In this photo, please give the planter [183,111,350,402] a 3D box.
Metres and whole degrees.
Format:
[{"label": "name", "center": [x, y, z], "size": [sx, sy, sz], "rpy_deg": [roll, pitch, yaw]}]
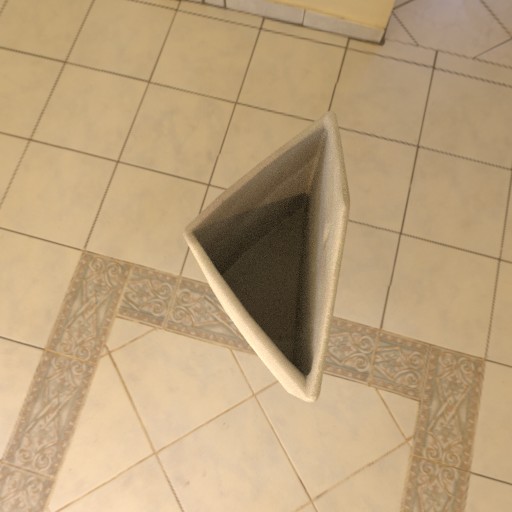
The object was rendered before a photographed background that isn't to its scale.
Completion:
[{"label": "planter", "center": [0.000, 0.000, 0.274], "size": [0.080, 0.194, 0.163], "rpy_deg": [6, 75, 2]}]
